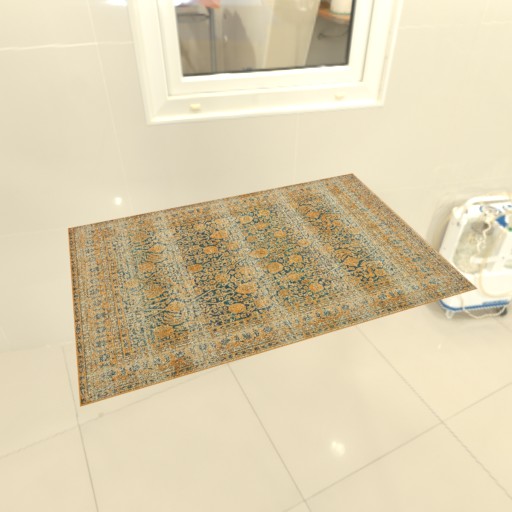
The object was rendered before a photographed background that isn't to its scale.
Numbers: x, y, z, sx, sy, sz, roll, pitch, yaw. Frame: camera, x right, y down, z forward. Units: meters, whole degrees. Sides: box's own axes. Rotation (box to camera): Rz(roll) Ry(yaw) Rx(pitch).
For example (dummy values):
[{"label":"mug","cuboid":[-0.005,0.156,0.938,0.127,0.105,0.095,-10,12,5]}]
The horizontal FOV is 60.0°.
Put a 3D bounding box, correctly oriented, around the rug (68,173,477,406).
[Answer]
[{"label":"rug","cuboid":[0.000,0.000,2.962,2.336,0.007,1.525,-13,41,-15]}]
